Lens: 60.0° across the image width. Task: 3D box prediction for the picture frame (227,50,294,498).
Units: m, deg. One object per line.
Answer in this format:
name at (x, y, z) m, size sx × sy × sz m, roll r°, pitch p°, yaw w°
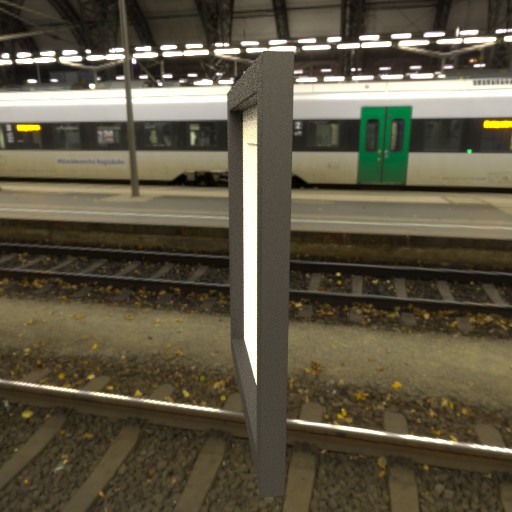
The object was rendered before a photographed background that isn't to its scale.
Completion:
picture frame at (0.000, 0.000, 0.511) m, size 0.036 × 0.383 × 0.307 m, roll -2°, pitch 15°, yaw -8°
